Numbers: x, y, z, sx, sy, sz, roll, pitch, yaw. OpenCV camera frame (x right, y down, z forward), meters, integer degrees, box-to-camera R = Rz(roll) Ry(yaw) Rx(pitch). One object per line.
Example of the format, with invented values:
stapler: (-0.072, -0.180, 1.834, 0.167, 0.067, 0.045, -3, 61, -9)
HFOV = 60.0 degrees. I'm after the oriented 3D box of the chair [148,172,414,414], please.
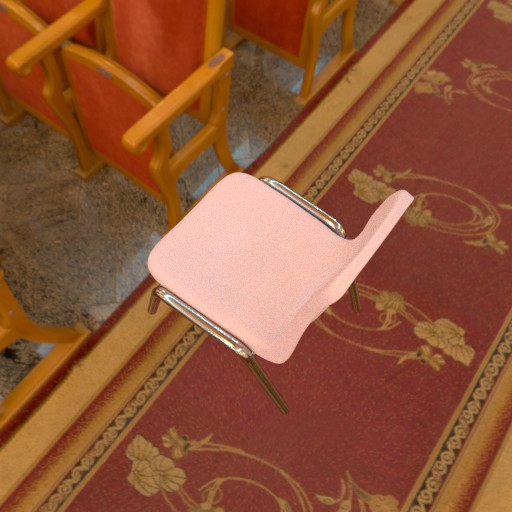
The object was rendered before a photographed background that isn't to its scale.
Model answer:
chair: (0.000, 0.000, 0.859, 0.423, 0.586, 0.354, 35, 68, 16)
